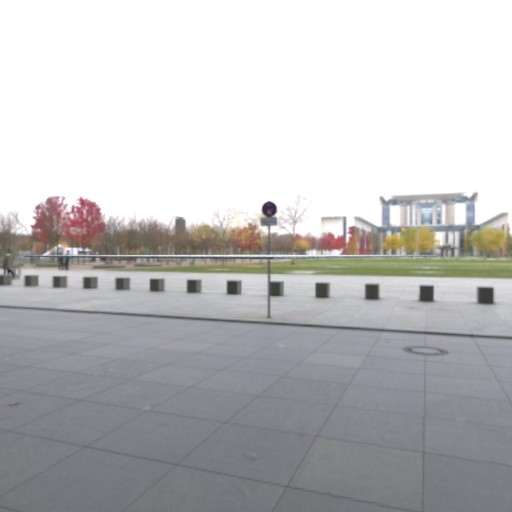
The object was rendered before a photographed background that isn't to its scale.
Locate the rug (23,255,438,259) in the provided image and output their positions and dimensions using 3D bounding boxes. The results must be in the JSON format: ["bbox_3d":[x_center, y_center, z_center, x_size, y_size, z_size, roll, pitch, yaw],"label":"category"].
[{"bbox_3d":[0.000,0.000,4.077,2.441,0.013,3.056,0,0,36],"label":"rug"}]
